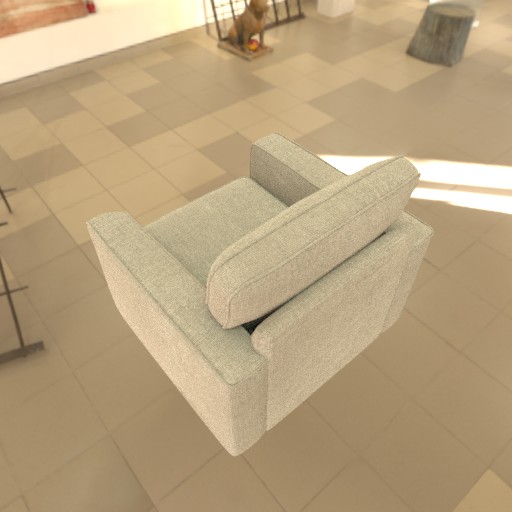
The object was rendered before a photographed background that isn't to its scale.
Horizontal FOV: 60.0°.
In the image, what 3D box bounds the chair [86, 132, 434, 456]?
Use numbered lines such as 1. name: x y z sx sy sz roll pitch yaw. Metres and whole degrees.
1. chair: 0.000 0.000 1.811 1.015 0.965 0.939 -32 55 -26
